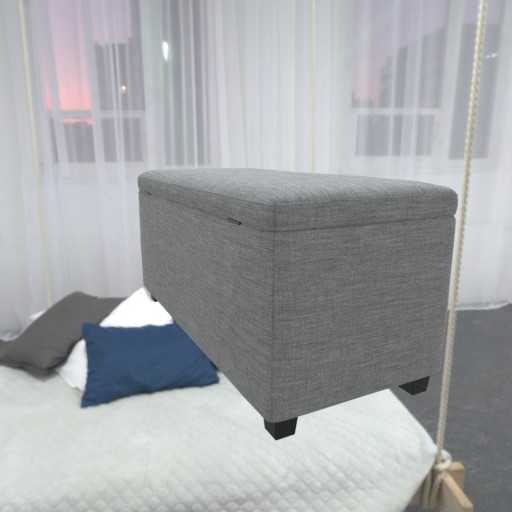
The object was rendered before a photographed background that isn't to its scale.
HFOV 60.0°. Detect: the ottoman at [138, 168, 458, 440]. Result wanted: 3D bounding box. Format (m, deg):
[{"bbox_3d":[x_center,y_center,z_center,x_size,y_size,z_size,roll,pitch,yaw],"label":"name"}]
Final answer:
[{"bbox_3d":[0.000,0.000,1.146,0.419,0.432,0.902,-7,15,-26],"label":"ottoman"}]
